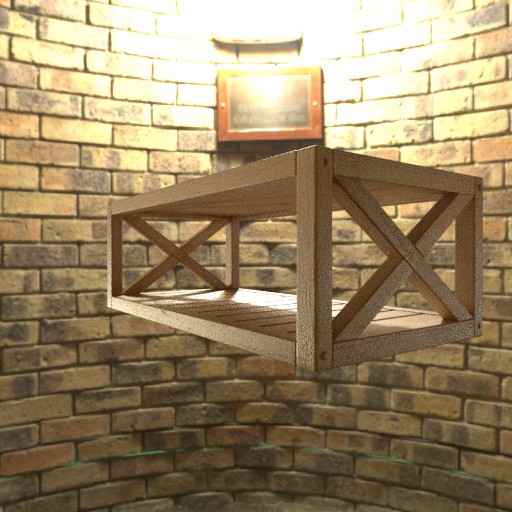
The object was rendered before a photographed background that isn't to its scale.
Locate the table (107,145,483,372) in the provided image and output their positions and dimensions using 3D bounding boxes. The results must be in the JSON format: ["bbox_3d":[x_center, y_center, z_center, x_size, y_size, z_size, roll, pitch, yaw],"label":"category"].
[{"bbox_3d":[0.000,0.000,1.606,0.660,0.457,1.321,0,1,-36],"label":"table"}]
